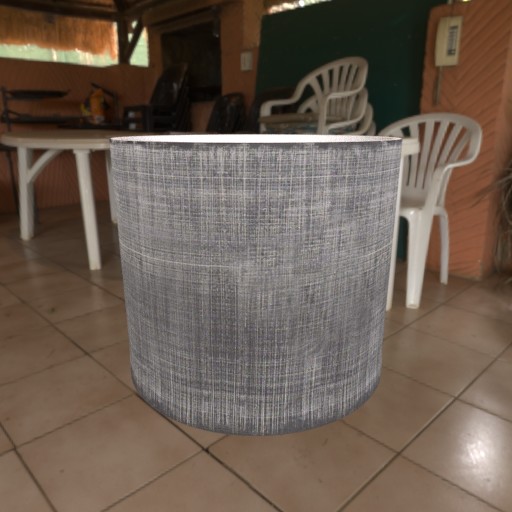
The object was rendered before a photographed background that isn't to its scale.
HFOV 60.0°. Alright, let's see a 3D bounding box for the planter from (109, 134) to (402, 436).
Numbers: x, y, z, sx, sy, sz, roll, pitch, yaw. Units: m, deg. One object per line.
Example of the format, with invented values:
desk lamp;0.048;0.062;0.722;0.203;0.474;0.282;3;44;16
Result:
planter;0.000;0.000;0.304;0.178;0.157;0.178;0;16;0
